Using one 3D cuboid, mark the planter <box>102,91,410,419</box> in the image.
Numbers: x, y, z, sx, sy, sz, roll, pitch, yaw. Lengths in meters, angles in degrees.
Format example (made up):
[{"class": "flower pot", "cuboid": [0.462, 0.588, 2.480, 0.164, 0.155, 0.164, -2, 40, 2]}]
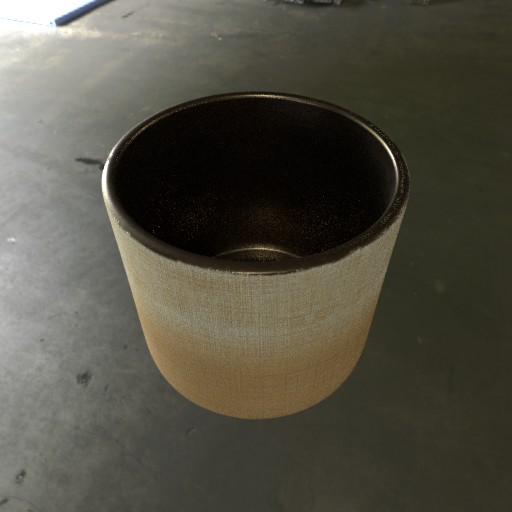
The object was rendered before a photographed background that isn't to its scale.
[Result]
[{"class": "planter", "cuboid": [0.000, 0.000, 0.390, 0.221, 0.201, 0.221, 0, 46, 0]}]
